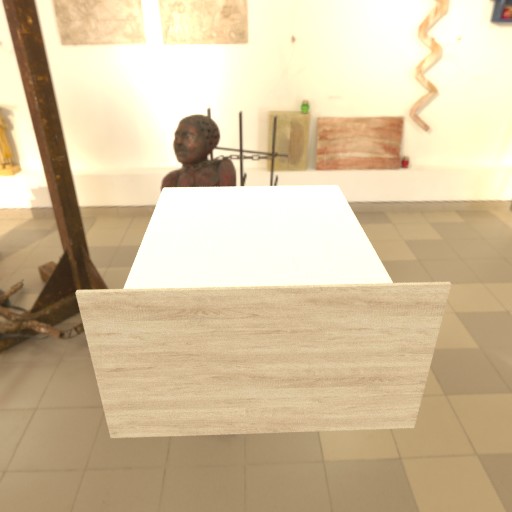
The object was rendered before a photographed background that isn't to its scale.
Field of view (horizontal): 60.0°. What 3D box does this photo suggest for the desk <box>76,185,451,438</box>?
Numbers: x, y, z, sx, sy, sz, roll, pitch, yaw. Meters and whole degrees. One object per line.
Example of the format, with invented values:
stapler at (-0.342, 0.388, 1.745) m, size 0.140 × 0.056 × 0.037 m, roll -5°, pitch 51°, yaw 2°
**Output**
desk at (0.000, 0.000, 2.670) m, size 1.400 × 0.800 × 1.900 m, roll -1°, pitch 30°, yaw -2°
